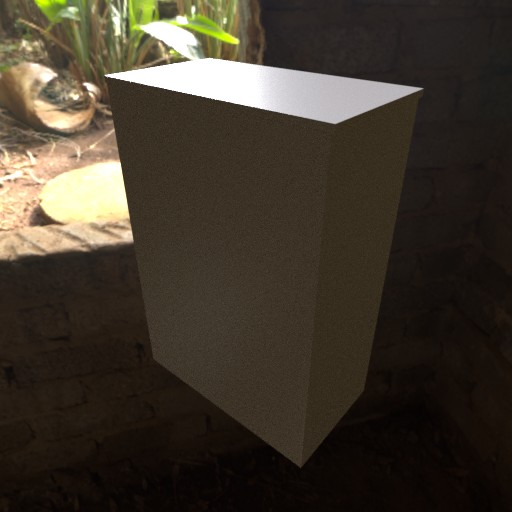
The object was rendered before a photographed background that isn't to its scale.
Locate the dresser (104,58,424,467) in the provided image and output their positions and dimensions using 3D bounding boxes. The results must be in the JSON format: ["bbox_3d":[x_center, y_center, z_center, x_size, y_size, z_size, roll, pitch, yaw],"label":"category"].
[{"bbox_3d":[0.000,0.000,1.368,0.704,1.021,0.401,24,39,33],"label":"dresser"}]
